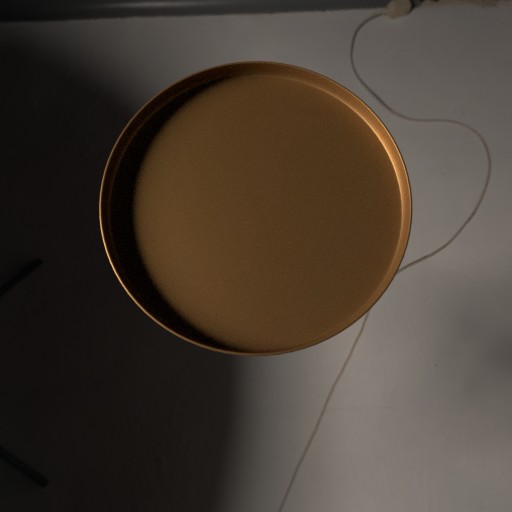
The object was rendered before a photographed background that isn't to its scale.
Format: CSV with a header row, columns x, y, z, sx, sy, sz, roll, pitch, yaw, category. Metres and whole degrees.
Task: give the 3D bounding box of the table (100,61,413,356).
x,y,z,sx,sy,sz,roll,pitch,yaw,category
0.000,0.000,0.657,0.299,0.480,0.299,-3,76,-1,table
